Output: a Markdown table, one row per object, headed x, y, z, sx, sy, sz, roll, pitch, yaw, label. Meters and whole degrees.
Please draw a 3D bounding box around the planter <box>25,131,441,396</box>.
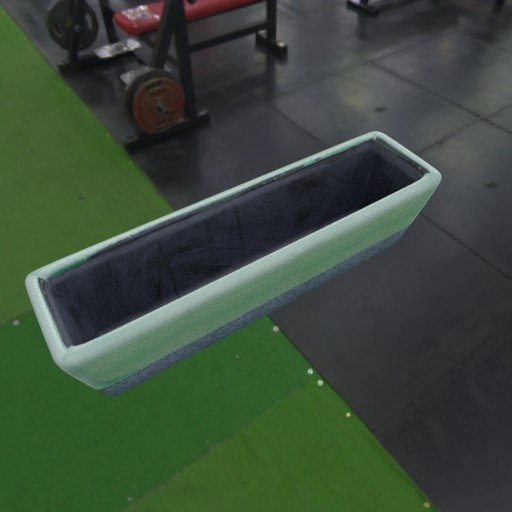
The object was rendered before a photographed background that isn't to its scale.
| x | y | z | sx | sy | sz | roll | pitch | yaw | label |
| --- | --- | --- | --- | --- | --- | --- | --- | --- | --- |
| 0.000 | 0.000 | 0.309 | 0.275 | 0.072 | 0.072 | -26 | 54 | -21 | planter |
